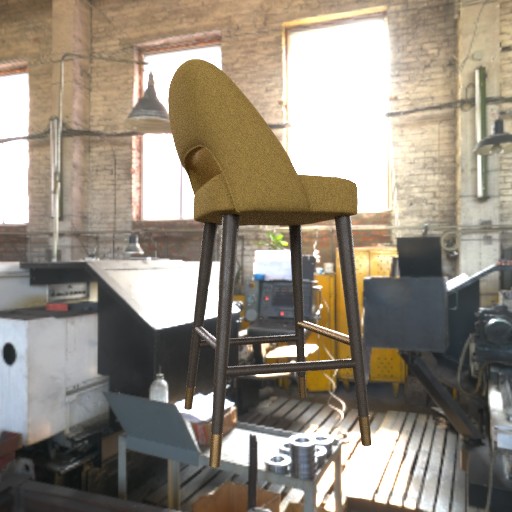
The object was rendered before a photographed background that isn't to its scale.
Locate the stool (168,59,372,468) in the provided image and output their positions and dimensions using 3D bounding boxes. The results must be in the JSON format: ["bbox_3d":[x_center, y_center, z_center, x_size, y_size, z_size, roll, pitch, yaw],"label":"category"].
[{"bbox_3d":[0.000,0.000,1.346,0.522,1.032,0.536,0,0,-17],"label":"stool"}]
